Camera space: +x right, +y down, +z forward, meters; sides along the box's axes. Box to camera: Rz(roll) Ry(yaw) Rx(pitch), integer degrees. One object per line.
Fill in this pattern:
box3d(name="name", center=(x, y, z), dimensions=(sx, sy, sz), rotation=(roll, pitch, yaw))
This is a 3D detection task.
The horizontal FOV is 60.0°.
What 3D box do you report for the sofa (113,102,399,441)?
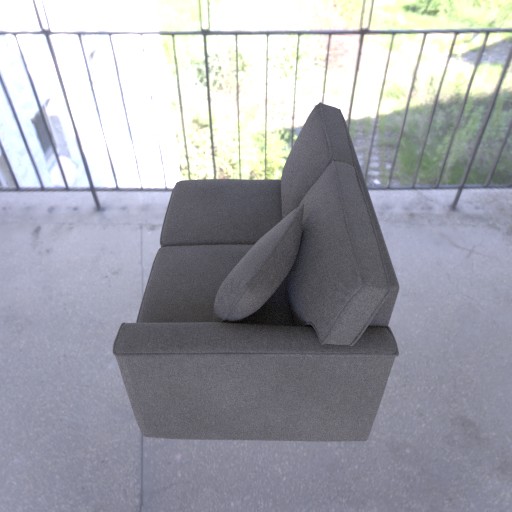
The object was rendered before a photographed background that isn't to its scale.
box3d(name="sofa", center=(0.000, 0.000, 2.106), dimensions=(0.991, 0.989, 1.388), rotation=(1, 41, 1))
